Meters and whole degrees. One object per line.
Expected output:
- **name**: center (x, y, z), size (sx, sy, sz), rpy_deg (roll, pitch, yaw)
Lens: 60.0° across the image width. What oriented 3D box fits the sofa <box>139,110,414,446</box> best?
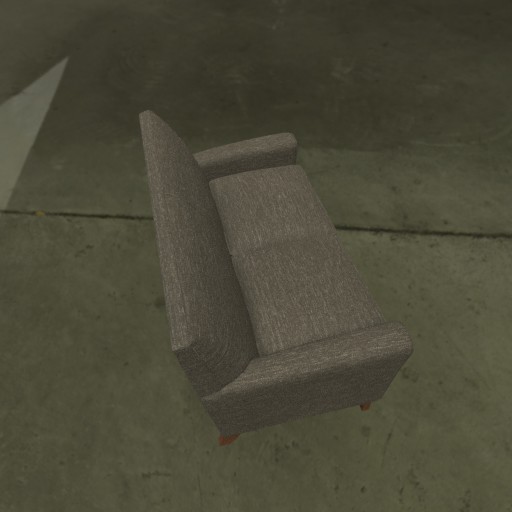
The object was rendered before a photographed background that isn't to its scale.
- **sofa**: center (0.000, 0.000, 2.157), size (0.867, 0.905, 1.509), rpy_deg (-10, 47, -10)
